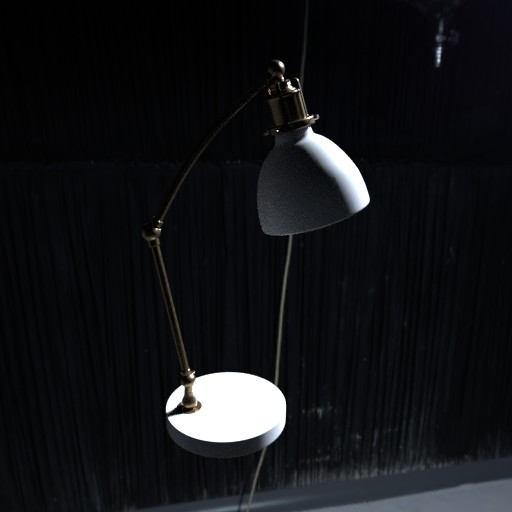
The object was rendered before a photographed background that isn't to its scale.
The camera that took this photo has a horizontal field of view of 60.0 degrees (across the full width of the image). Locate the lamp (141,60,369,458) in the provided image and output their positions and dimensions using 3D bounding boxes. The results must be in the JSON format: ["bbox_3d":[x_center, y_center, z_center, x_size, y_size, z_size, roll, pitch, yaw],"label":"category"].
[{"bbox_3d":[0.000,0.000,0.639,0.317,0.522,0.186,-2,15,-9],"label":"lamp"}]
